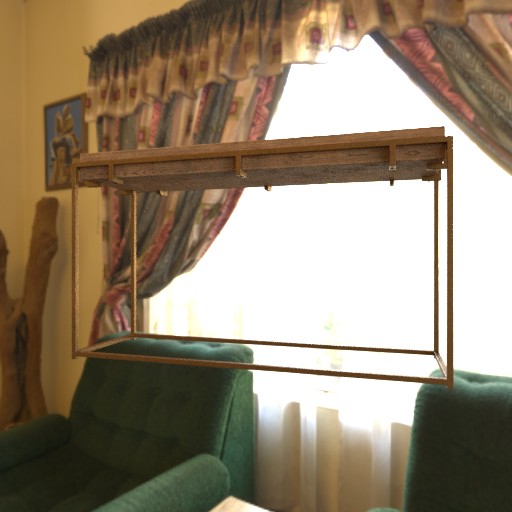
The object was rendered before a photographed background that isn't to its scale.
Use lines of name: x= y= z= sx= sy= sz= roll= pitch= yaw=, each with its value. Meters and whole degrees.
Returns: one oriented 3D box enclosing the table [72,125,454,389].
table: x=0.000 y=0.000 z=1.773 sx=1.400 sy=0.820 sz=0.440 roll=0 pitch=0 yaw=17
